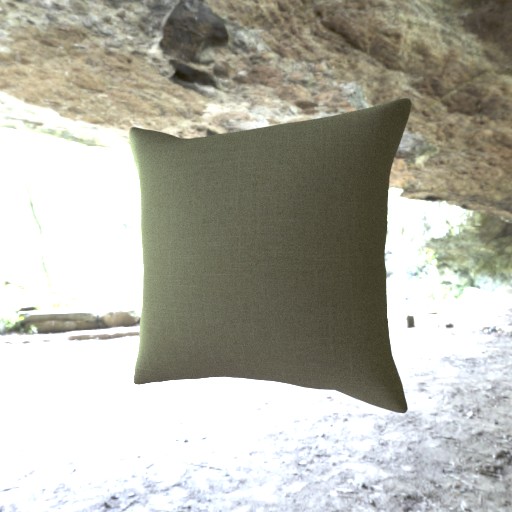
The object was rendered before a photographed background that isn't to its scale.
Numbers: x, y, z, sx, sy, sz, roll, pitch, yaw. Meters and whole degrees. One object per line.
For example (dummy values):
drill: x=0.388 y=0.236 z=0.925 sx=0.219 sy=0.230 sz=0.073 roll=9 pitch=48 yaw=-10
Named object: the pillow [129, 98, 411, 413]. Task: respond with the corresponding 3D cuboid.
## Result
pillow: x=0.000 y=0.000 z=0.625 sx=0.414 sy=0.399 sz=0.173 roll=0 pitch=0 yaw=19
